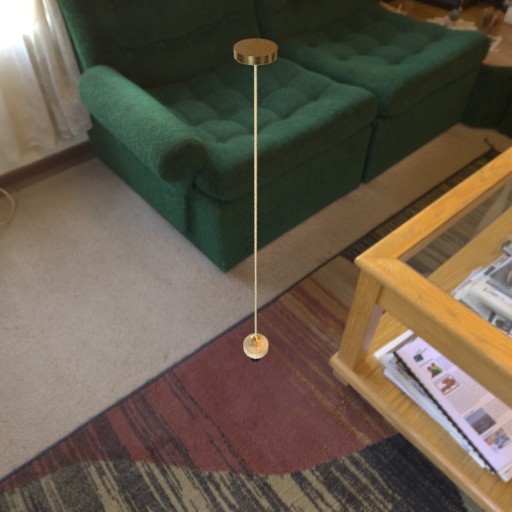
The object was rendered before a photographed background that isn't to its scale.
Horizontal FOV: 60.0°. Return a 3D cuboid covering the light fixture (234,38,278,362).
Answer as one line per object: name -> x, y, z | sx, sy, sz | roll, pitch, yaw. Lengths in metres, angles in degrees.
light fixture -> 0.000, 0.000, 1.818 | 0.129, 1.669, 0.129 | 25, 52, 21
